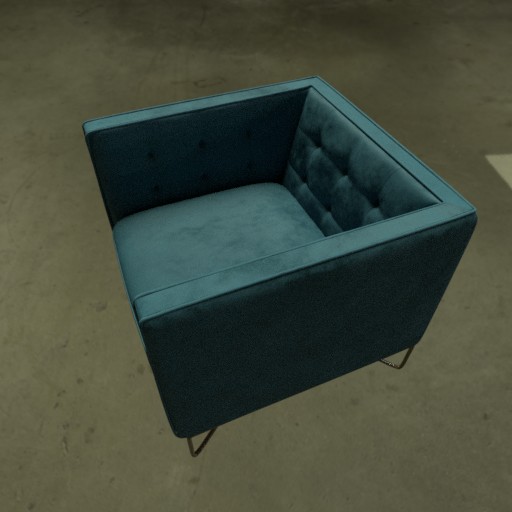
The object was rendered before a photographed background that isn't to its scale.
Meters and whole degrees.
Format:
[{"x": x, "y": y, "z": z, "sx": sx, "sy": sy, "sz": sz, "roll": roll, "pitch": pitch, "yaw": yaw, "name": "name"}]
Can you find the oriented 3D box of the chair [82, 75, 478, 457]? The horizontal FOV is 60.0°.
[{"x": 0.000, "y": 0.000, "z": 1.536, "sx": 0.894, "sy": 0.790, "sz": 0.880, "roll": -17, "pitch": 48, "yaw": -16, "name": "chair"}]
